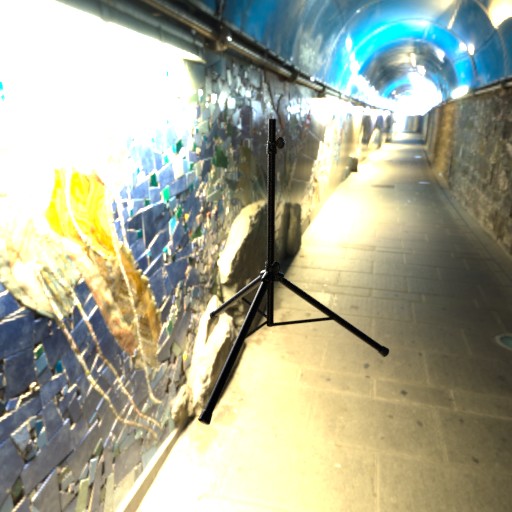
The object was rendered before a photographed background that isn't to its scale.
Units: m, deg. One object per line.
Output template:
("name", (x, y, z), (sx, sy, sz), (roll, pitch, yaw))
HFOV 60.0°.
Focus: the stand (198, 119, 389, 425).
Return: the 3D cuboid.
("stand", (0.000, 0.000, 1.919), (1.045, 1.136, 0.907), (9, 19, 27))
